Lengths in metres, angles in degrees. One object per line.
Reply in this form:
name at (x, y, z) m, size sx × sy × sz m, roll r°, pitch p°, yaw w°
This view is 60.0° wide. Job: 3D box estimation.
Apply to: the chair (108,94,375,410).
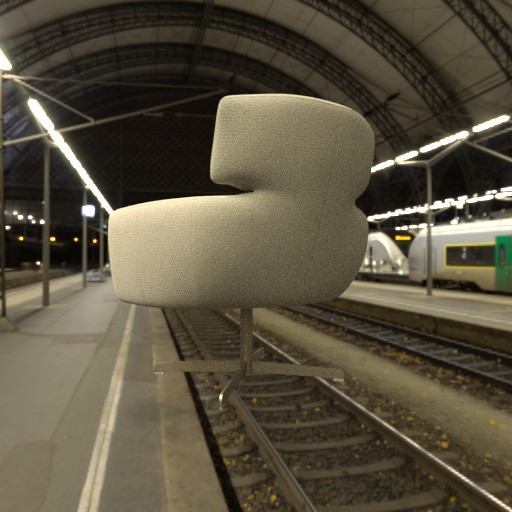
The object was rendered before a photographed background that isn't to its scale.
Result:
chair at (0.000, 0.000, 1.433) m, size 0.760 × 0.810 × 0.730 m, roll 0°, pitch 0°, yaw -35°
